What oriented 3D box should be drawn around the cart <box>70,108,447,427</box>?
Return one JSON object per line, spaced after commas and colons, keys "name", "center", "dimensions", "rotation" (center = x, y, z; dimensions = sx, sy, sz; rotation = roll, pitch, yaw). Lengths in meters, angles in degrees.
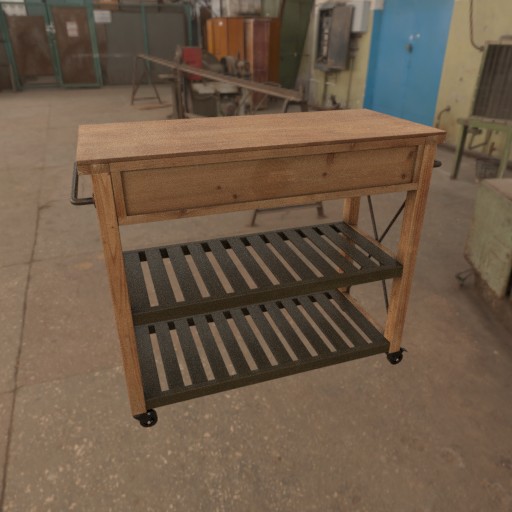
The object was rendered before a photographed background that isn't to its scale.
{"name": "cart", "center": [0.000, 0.000, 0.977], "dimensions": [0.686, 0.554, 0.298], "rotation": [-9, 28, -17]}
